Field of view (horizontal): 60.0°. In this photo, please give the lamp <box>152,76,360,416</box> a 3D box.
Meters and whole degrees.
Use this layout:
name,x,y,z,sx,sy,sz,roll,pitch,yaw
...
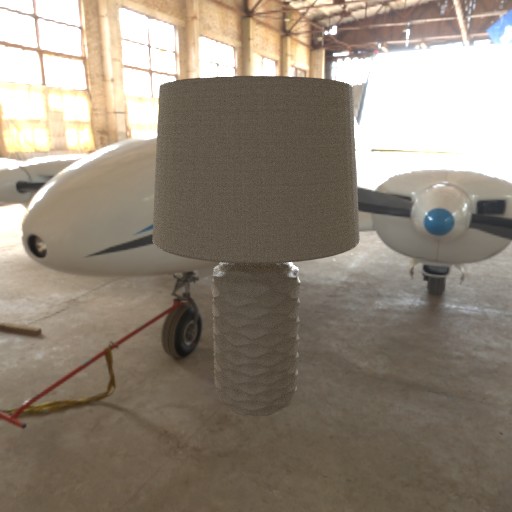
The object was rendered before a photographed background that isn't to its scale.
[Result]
name,x,y,z,sx,sy,sz,roll,pitch,yaw
lamp,0.000,0.000,0.834,0.376,0.594,0.376,0,15,0
